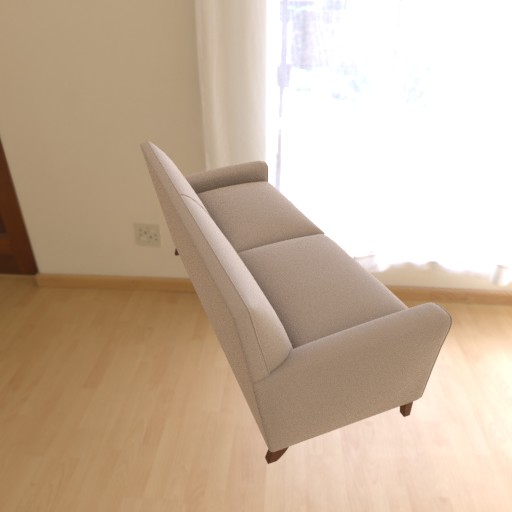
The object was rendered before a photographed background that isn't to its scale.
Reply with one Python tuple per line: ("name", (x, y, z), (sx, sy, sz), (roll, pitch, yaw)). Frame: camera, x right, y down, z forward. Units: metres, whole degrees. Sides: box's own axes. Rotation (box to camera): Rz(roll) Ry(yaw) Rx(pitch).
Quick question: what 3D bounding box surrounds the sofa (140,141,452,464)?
("sofa", (0.000, 0.000, 2.429), (0.875, 0.846, 2.000), (-11, 32, -18))
